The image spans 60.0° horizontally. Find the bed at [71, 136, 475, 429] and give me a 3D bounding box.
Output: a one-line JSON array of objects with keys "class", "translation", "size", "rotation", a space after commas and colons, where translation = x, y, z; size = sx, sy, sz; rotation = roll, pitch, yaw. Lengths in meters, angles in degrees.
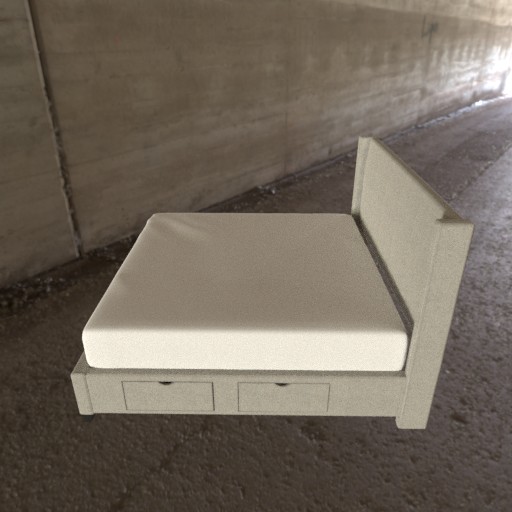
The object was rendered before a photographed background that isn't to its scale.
[{"class": "bed", "translation": [0.000, 0.000, 3.547], "size": [2.280, 1.470, 2.140], "rotation": [0, 27, 1]}]
